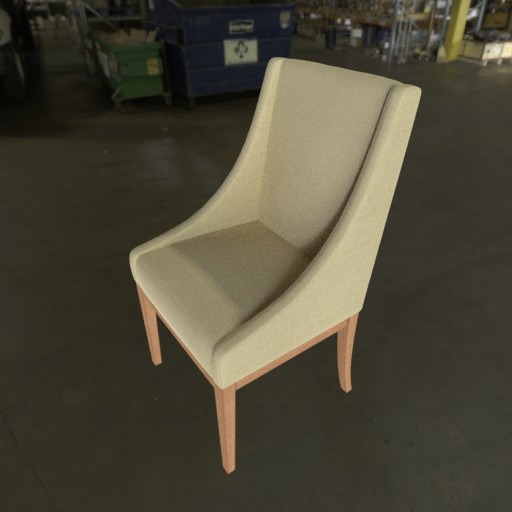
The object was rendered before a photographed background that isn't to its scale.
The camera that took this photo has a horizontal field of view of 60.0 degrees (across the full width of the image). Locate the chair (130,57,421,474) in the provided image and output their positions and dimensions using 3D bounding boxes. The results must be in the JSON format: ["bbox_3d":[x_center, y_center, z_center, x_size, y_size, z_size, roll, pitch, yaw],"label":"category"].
[{"bbox_3d":[0.000,0.000,1.353,0.611,1.021,0.575,-20,38,-29],"label":"chair"}]
